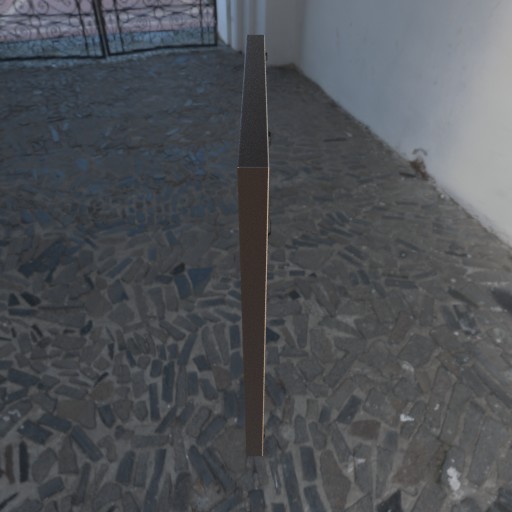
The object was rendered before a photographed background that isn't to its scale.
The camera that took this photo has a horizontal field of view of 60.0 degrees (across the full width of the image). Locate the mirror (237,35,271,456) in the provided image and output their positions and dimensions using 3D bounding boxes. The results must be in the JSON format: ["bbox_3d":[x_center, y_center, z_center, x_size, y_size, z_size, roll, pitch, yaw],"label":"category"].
[{"bbox_3d":[0.000,0.000,0.915,0.040,0.710,0.507,0,42,0],"label":"mirror"}]
